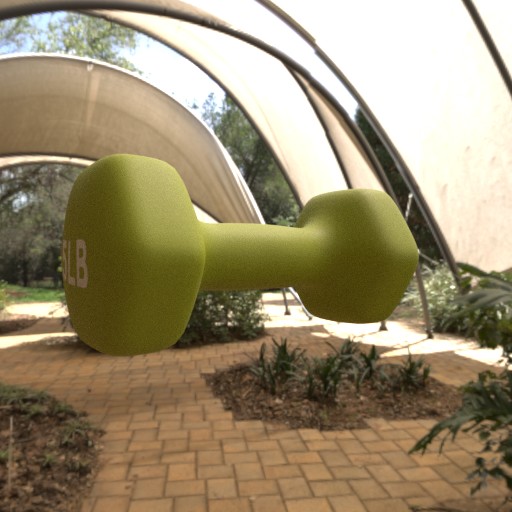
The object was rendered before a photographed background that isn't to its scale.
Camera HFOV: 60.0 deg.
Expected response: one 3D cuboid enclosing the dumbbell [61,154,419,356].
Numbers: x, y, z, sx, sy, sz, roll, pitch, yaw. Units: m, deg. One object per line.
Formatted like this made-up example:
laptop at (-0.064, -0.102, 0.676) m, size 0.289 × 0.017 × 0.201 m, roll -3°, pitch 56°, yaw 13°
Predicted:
dumbbell at (0.000, 0.000, 0.207) m, size 0.164 × 0.072 × 0.080 m, roll 0°, pitch 0°, yaw -36°
